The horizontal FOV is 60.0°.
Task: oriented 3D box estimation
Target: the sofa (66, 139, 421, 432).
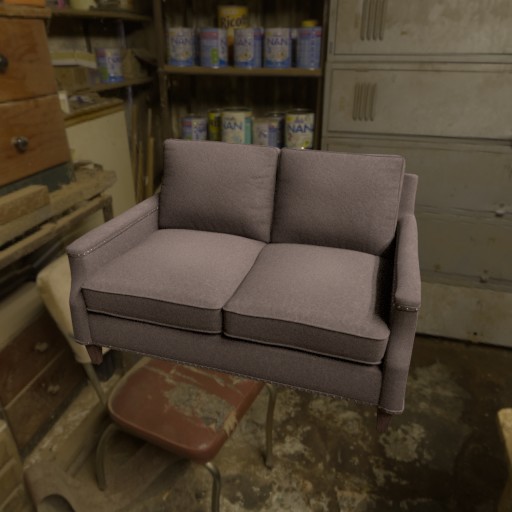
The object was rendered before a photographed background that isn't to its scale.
[{"bbox_3d":[0.000,0.000,2.302,1.597,1.003,1.084,8,27,16],"label":"sofa"}]
